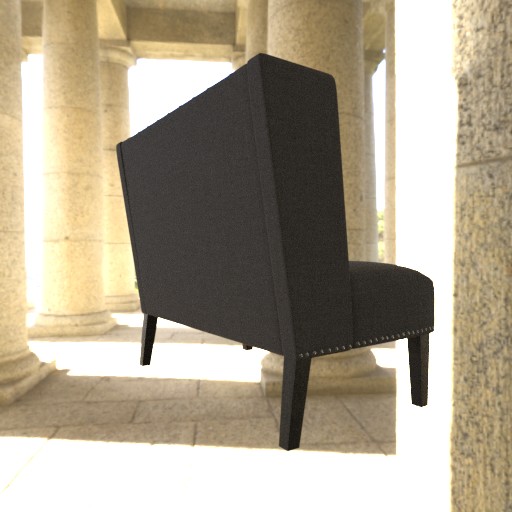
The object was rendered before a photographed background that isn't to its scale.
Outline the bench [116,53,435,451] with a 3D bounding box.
[{"bbox_3d":[0.000,0.000,1.952,0.842,1.121,1.276,0,1,-35],"label":"bench"}]
